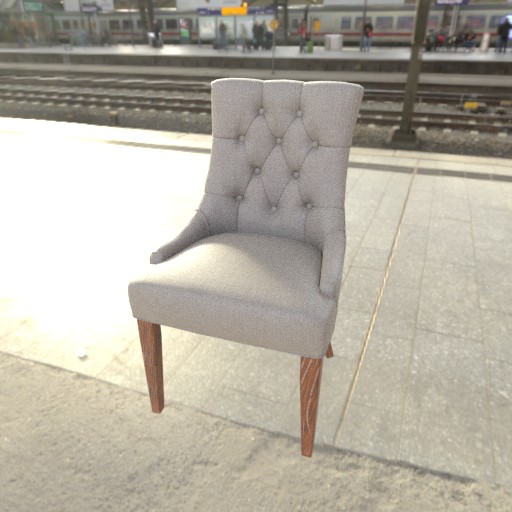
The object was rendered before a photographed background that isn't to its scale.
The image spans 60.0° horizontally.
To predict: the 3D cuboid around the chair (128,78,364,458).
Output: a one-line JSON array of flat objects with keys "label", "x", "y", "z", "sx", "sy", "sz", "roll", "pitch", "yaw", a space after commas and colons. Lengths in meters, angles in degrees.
[{"label": "chair", "x": 0.000, "y": 0.000, "z": 1.233, "sx": 0.509, "sy": 0.874, "sz": 0.565, "roll": 9, "pitch": 28, "yaw": 17}]
